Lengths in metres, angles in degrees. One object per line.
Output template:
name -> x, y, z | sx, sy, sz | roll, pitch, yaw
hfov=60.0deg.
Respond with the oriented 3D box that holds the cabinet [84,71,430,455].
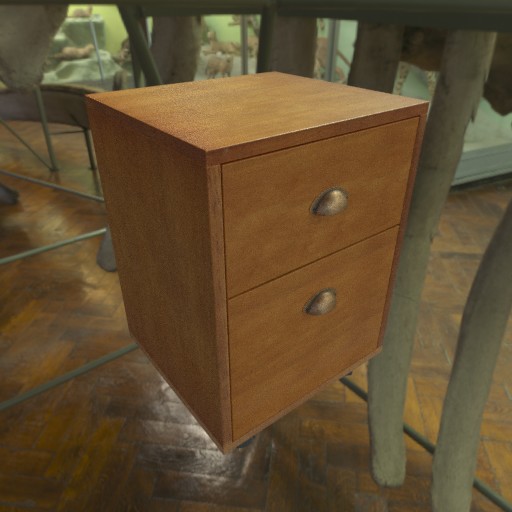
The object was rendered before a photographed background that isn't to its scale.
cabinet -> 0.000, 0.000, 0.851 | 0.409, 0.579, 0.401 | -21, 37, -32
